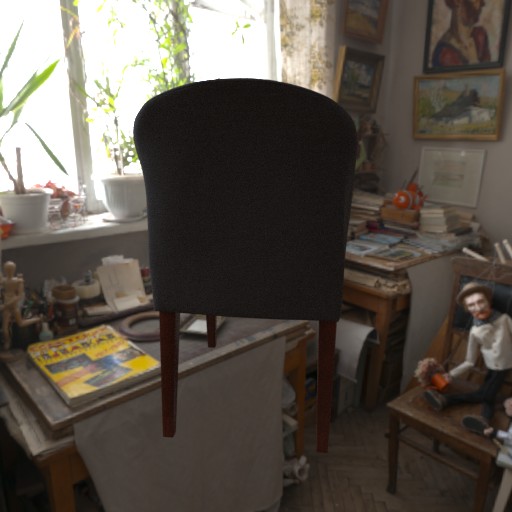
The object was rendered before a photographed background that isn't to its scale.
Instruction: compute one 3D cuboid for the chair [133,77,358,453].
[{"bbox_3d":[0.000,0.000,1.264,0.506,0.879,0.619,2,15,8],"label":"chair"}]
